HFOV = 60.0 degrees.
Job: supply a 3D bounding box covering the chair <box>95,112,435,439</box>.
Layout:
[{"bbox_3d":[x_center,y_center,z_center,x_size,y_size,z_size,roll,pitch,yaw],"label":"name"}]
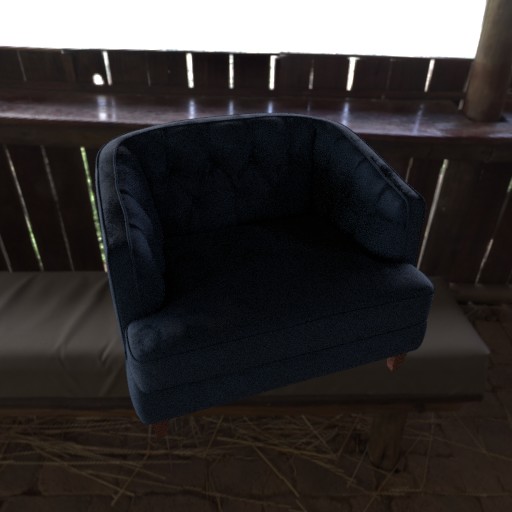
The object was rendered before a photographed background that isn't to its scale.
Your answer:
[{"bbox_3d":[0.000,0.000,1.733,1.094,0.852,0.940,-11,34,-16],"label":"chair"}]
